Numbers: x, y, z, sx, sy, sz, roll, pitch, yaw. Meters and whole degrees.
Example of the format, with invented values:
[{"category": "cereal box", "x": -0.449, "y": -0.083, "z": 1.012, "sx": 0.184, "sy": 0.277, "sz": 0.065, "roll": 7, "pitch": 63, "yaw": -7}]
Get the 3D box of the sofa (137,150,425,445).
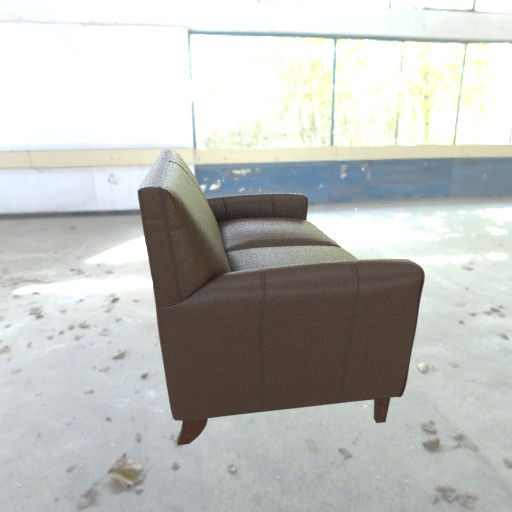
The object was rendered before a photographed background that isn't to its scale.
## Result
[{"category": "sofa", "x": 0.000, "y": 0.000, "z": 2.006, "sx": 0.853, "sy": 0.859, "sz": 1.468, "roll": -3, "pitch": 17, "yaw": -9}]
